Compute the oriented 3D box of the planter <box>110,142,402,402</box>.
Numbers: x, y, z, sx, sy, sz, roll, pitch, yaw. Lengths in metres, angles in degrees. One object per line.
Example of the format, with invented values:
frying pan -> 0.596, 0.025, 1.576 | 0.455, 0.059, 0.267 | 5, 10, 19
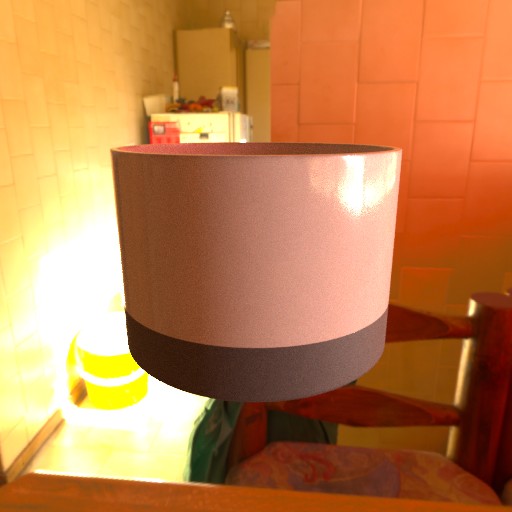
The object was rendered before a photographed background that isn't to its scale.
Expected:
planter -> 0.000, 0.000, 0.219 | 0.128, 0.105, 0.128 | 0, 16, 0
